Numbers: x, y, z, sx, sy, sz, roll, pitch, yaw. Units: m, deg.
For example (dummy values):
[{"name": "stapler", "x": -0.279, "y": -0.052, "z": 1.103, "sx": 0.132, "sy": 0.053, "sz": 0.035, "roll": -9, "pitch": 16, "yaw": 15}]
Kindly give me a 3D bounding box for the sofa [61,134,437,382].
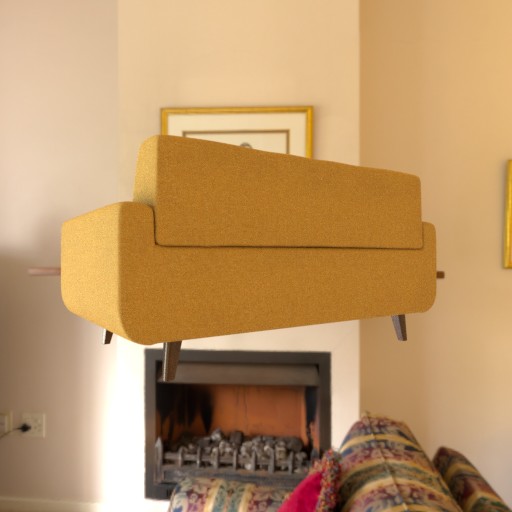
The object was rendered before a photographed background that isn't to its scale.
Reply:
[{"name": "sofa", "x": 0.000, "y": 0.000, "z": 2.178, "sx": 1.631, "sy": 0.841, "sz": 0.909, "roll": 0, "pitch": 0, "yaw": -34}]
